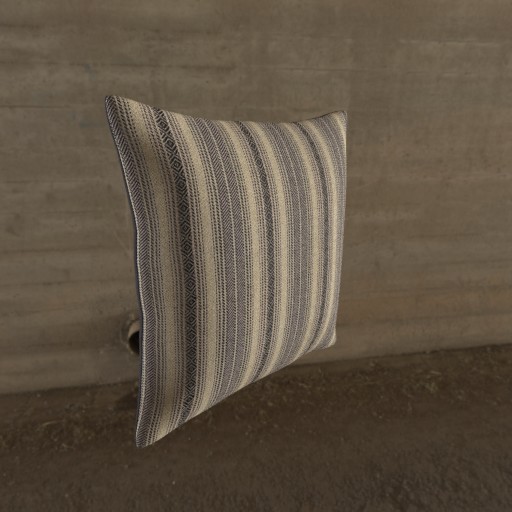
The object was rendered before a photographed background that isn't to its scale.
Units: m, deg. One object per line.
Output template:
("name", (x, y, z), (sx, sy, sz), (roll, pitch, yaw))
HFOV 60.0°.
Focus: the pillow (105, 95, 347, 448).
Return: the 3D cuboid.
("pillow", (0.000, 0.000, 0.784), (0.166, 0.508, 0.520), (15, 21, 43))
